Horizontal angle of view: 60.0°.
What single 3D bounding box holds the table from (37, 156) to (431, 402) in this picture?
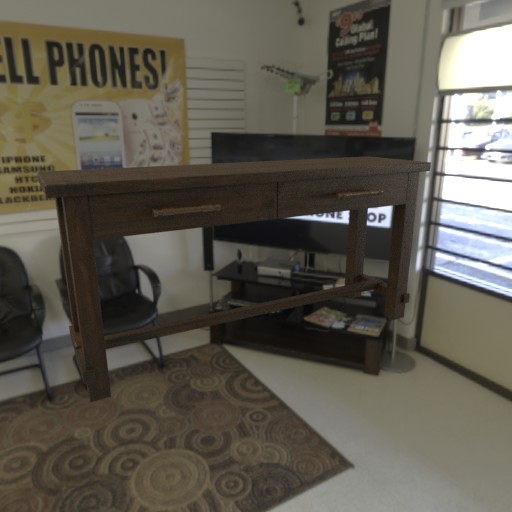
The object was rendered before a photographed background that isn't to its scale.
[{"bbox_3d":[0.000,0.000,1.920,1.599,0.762,0.442,-9,19,-27],"label":"table"}]
